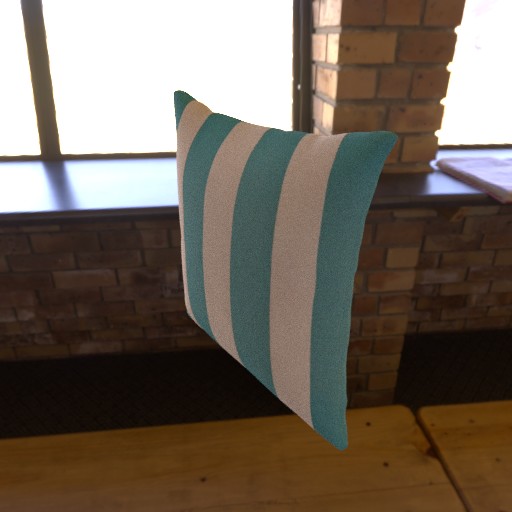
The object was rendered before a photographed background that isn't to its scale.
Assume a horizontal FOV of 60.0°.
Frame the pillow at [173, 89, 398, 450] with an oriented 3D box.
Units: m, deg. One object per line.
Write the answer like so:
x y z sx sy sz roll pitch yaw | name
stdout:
0.000 0.000 0.802 0.189 0.526 0.536 -19 32 -33 | pillow
